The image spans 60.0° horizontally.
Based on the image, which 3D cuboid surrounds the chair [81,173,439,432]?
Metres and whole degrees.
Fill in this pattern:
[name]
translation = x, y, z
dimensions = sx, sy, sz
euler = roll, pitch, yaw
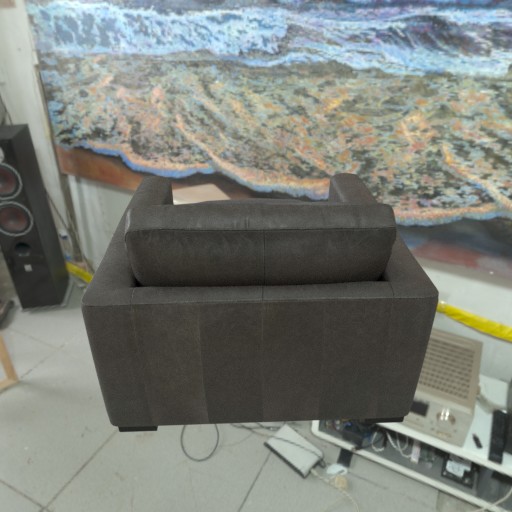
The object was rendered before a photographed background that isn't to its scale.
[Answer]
[chair]
translation = 0.000, 0.000, 1.820
dimensions = 1.106, 0.807, 1.080
euler = -1, 30, -2
